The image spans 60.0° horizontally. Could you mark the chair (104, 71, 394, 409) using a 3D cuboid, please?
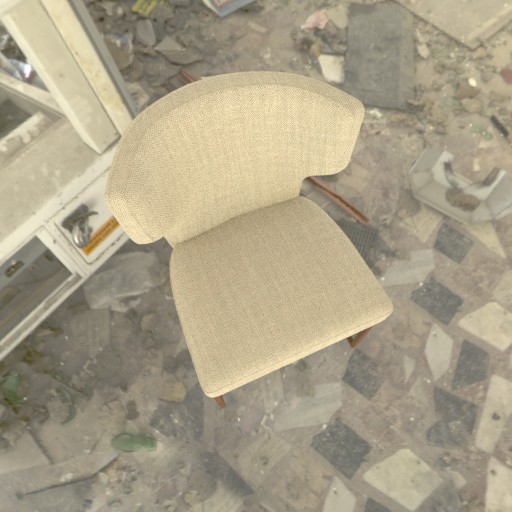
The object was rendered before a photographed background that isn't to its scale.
[{"bbox_3d":[0.000,0.000,1.272,0.611,0.824,0.617,-22,67,-10],"label":"chair"}]
